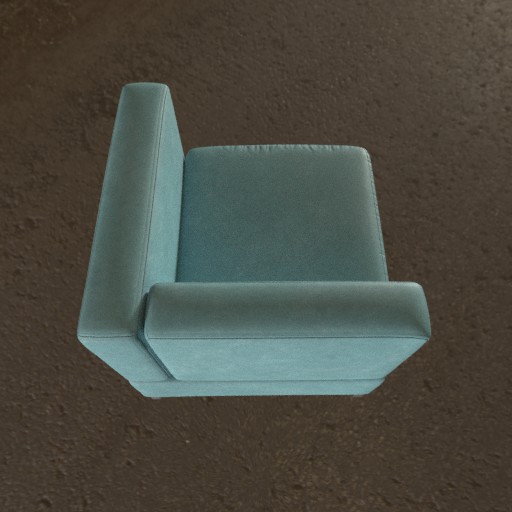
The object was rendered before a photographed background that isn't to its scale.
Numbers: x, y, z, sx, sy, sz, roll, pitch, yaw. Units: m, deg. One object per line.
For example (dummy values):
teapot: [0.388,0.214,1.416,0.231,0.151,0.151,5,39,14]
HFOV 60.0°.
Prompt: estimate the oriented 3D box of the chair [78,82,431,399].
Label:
chair: [0.000,0.000,1.215,0.680,0.660,0.680,-1,63,0]
